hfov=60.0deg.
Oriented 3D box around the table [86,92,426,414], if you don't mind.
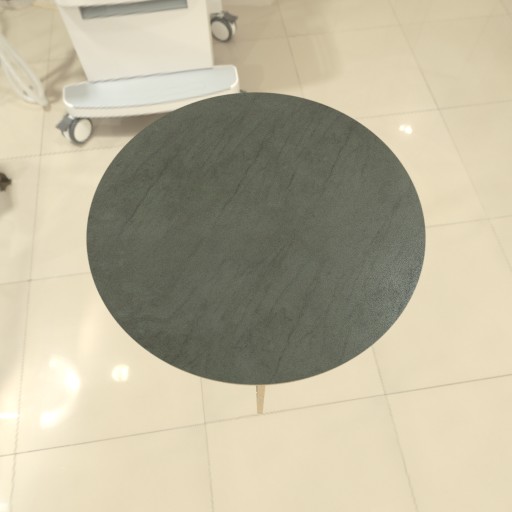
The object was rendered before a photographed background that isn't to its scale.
[{"bbox_3d":[0.000,0.000,1.261,0.800,0.450,0.800,0,63,0],"label":"table"}]
